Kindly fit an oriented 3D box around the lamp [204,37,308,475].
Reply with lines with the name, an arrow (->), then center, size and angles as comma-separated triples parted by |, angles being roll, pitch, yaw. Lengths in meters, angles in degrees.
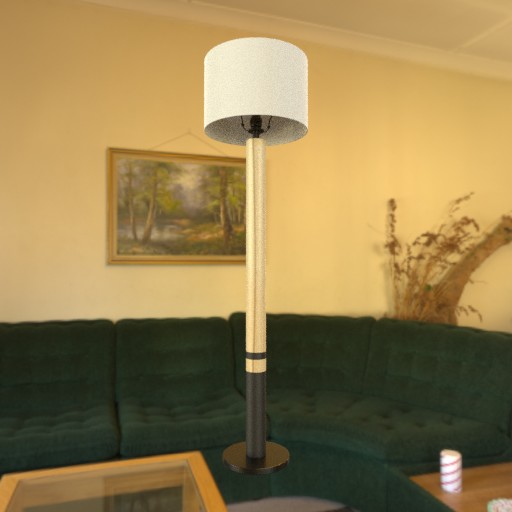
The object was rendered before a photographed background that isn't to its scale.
lamp -> 0.000, 0.000, 1.630 | 0.381, 1.478, 0.381 | 1, -2, -35
